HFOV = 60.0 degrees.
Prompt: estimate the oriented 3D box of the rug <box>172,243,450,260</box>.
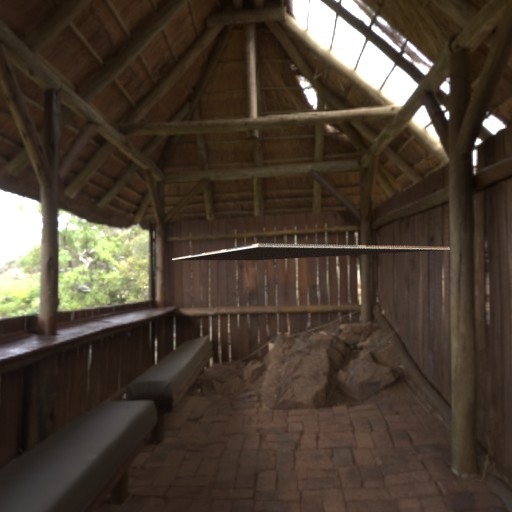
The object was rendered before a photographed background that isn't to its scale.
[{"bbox_3d":[0.000,0.000,2.501,0.687,0.011,2.287,0,-2,-17],"label":"rug"}]
